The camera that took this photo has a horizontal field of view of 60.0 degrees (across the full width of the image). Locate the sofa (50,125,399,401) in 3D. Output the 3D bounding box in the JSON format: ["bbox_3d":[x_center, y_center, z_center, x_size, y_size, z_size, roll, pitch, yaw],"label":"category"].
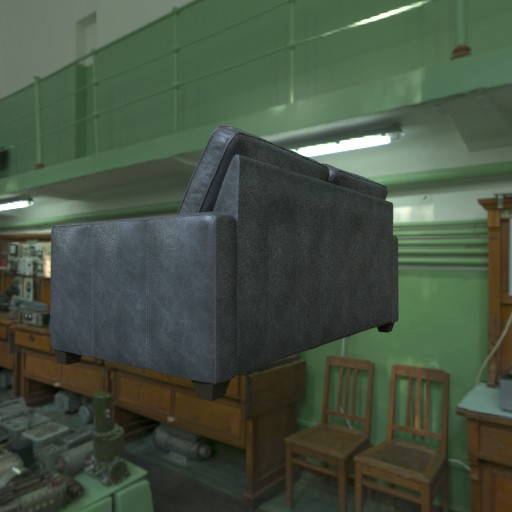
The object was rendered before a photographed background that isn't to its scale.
[{"bbox_3d":[0.000,0.000,2.297,0.939,0.916,1.732,0,-1,36],"label":"sofa"}]
